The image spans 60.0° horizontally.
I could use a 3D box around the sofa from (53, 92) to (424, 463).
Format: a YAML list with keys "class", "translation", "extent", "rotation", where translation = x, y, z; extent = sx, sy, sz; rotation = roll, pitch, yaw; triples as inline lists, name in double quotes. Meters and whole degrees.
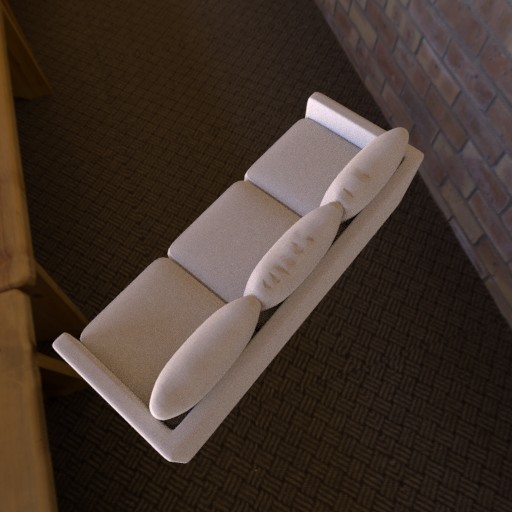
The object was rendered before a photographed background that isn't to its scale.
- class: "sofa"
  translation: [0.000, 0.000, 2.641]
  extent: [0.859, 0.874, 2.218]
  rotation: [37, 70, 16]
